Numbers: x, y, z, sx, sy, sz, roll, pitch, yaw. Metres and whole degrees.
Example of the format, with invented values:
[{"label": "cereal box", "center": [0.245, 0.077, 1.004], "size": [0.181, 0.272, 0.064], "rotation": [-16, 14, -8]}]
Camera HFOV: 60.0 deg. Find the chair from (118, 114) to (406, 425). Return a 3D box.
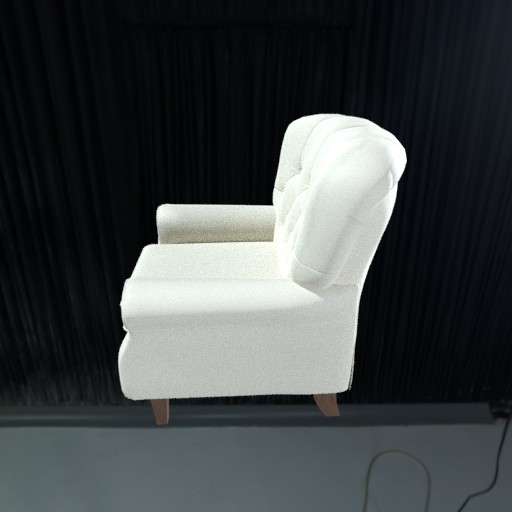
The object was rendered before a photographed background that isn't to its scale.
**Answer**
[{"label": "chair", "center": [0.000, 0.000, 2.010], "size": [1.132, 1.169, 1.035], "rotation": [-1, 26, -3]}]
